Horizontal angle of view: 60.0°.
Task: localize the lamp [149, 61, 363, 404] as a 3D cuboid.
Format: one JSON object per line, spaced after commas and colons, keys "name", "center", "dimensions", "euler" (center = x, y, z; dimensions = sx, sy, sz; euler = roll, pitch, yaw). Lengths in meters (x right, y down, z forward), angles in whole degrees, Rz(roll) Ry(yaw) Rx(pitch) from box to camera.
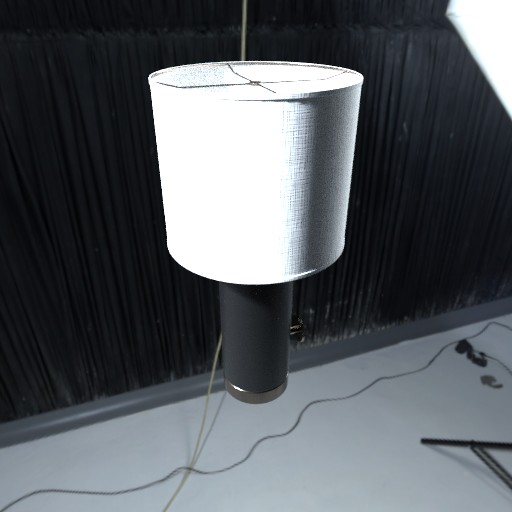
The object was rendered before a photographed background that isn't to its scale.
{"name": "lamp", "center": [0.000, 0.000, 0.629], "dimensions": [0.240, 0.482, 0.241], "euler": [-10, 32, -16]}
